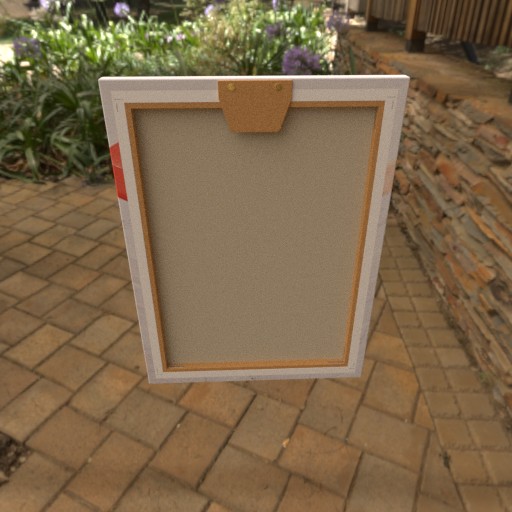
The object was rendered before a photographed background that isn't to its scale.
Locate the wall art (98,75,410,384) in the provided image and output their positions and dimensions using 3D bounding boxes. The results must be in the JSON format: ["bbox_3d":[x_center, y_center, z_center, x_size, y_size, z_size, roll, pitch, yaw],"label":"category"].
[{"bbox_3d":[0.000,0.000,1.342,0.759,1.014,0.045,-1,30,-2],"label":"wall art"}]
